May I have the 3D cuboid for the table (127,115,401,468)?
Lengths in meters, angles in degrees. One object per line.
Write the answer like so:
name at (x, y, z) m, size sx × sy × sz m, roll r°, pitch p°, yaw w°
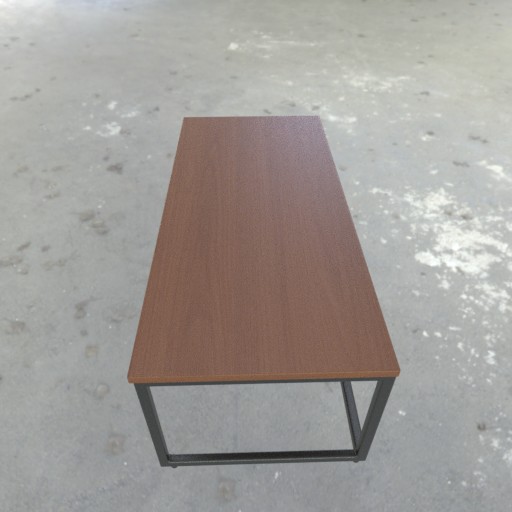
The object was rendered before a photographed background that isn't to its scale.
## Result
table at (0.000, 0.000, 1.350) m, size 0.500 × 0.400 × 1.100 m, roll -1°, pitch 42°, yaw -1°
